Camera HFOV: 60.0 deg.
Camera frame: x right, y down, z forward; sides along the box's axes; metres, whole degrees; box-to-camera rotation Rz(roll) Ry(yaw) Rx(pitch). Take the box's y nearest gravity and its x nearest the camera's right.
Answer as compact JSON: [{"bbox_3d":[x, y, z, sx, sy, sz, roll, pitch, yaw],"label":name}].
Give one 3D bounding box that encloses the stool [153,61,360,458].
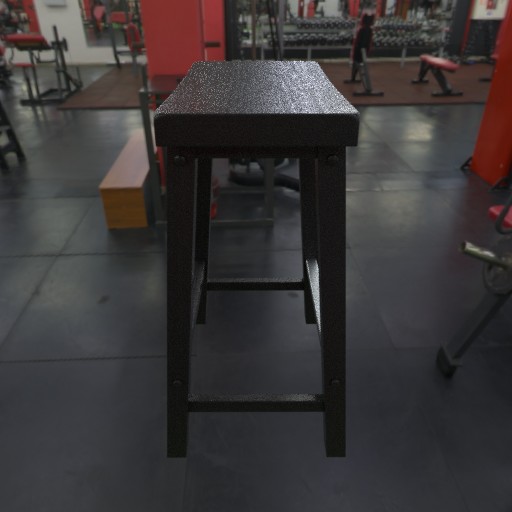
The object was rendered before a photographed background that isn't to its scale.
[{"bbox_3d":[0.000,0.000,0.816,0.322,0.610,0.406,0,31,0],"label":"stool"}]
